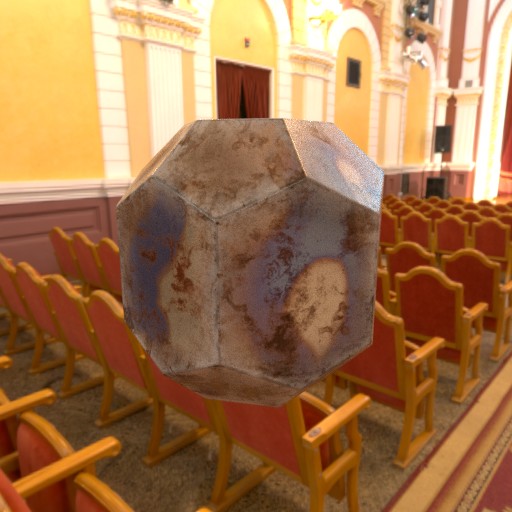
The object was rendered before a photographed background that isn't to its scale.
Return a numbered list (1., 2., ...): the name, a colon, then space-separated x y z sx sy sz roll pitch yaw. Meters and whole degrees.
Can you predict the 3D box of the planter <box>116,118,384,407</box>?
1. planter: 0.000 0.000 0.414 0.243 0.238 0.221 12 18 41
